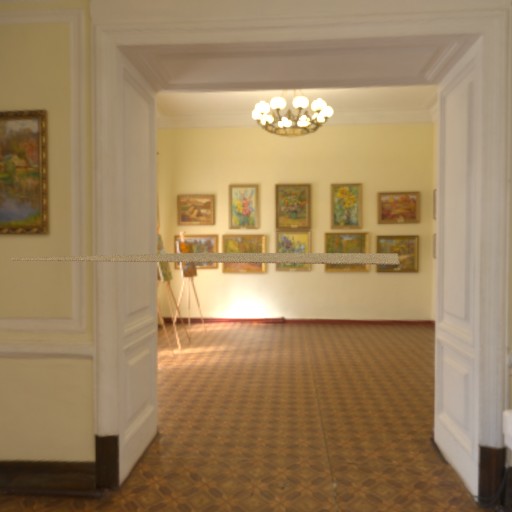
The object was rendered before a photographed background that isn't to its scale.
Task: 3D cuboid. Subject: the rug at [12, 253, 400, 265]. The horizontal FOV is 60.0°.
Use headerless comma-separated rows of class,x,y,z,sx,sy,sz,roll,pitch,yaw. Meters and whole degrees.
rug,0.000,0.000,4.022,2.471,0.012,3.034,0,1,18
